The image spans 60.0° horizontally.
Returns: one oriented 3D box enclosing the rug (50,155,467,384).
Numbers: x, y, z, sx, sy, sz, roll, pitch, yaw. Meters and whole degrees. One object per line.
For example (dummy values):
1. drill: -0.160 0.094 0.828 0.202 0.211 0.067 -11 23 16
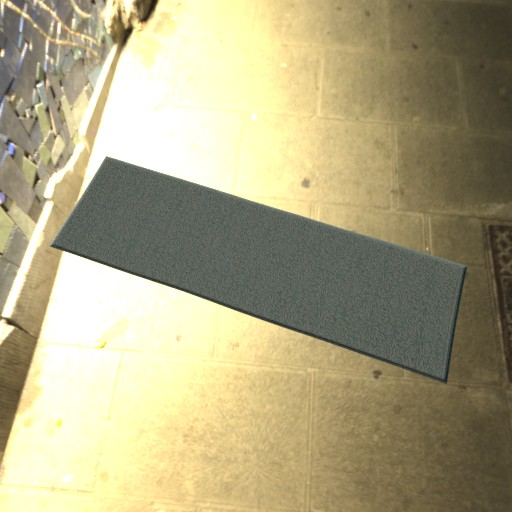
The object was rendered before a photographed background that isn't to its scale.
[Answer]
1. rug: 0.000 0.000 2.430 2.196 0.011 0.662 18 66 8
